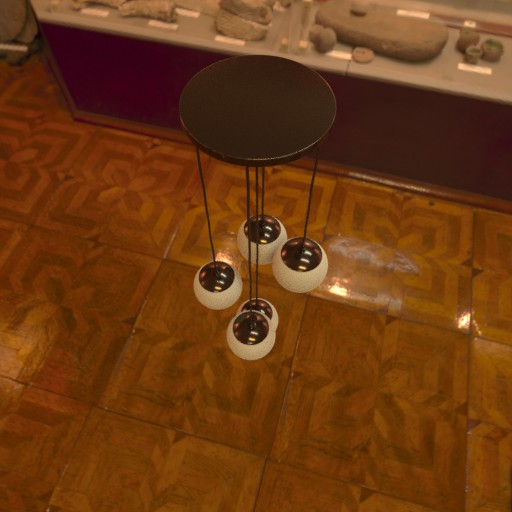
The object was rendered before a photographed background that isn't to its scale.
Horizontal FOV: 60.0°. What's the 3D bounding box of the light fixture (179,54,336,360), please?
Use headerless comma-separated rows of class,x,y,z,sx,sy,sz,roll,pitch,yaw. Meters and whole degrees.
light fixture,0.000,0.000,1.511,0.489,1.271,0.484,15,59,9
